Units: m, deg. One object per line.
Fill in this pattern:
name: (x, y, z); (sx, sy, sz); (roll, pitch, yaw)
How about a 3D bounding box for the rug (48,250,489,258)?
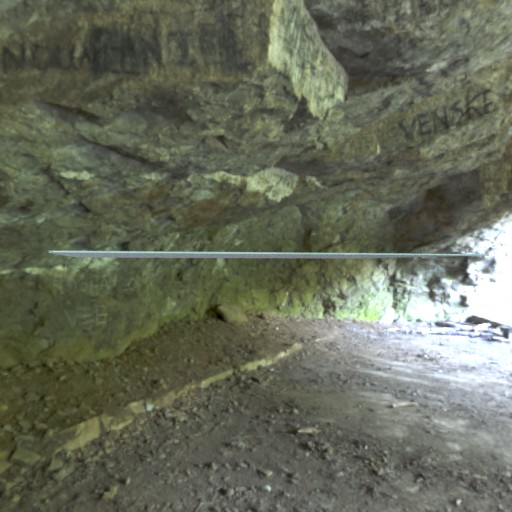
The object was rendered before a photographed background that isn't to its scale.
rug: (0.000, 0.000, 2.869); (2.284, 0.008, 1.522); (0, -1, -18)
